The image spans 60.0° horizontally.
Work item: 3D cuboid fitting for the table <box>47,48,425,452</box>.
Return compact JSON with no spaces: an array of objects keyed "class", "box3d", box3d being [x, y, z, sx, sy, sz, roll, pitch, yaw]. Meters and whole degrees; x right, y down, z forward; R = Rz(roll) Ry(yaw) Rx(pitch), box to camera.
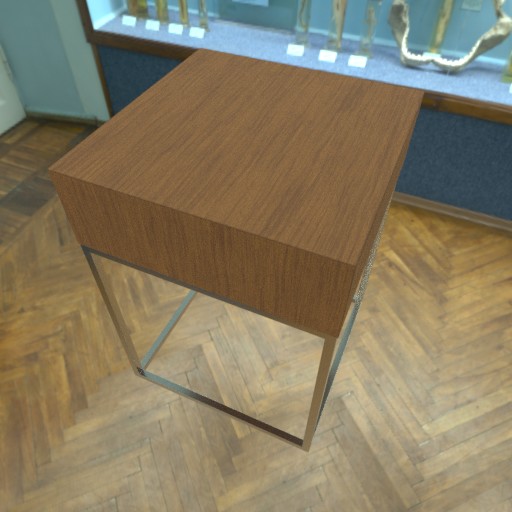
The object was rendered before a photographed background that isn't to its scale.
[{"class":"table","box3d":[0.000,0.000,0.821,0.398,0.540,0.397,18,50,16]}]
